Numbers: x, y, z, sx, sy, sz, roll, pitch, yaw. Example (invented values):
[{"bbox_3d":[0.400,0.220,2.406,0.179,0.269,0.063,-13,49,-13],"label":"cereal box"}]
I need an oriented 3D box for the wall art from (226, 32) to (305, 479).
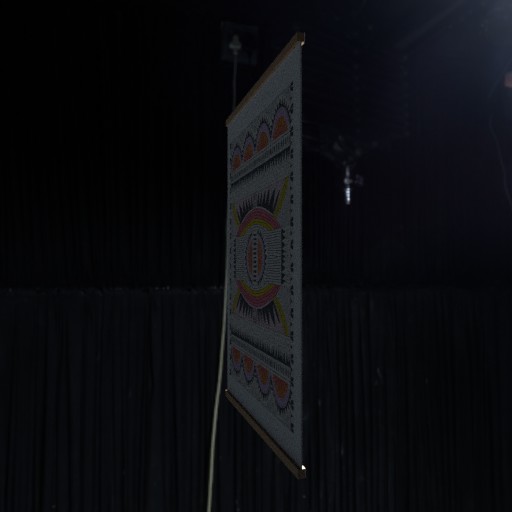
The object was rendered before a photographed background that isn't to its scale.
[{"bbox_3d":[0.000,0.000,1.996,0.028,1.533,0.999,0,-1,-18],"label":"wall art"}]
